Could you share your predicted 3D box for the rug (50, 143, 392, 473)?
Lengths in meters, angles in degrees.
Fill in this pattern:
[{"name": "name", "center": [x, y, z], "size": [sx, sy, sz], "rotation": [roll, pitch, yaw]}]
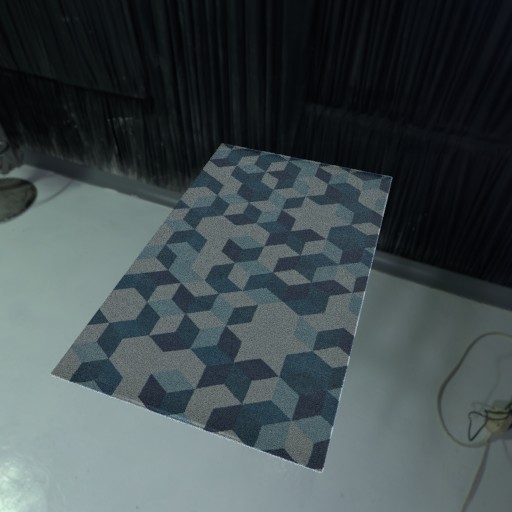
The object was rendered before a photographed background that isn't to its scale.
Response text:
[{"name": "rug", "center": [0.000, 0.000, 3.033], "size": [1.518, 0.015, 2.438], "rotation": [14, 48, 13]}]
